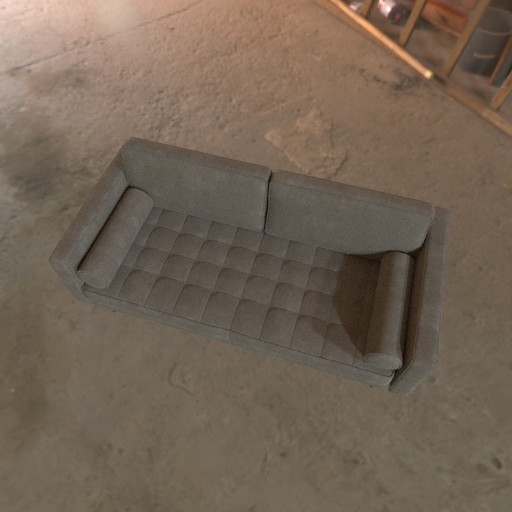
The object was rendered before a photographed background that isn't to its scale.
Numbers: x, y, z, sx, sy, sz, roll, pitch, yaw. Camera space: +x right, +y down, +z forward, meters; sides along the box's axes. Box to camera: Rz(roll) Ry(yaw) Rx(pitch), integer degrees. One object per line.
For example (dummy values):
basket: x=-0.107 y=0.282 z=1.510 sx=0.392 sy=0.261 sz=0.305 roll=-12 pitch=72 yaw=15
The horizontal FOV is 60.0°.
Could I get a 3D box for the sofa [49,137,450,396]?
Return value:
sofa: x=0.000 y=0.000 z=2.365 sx=1.883 sy=0.769 sz=0.920 roll=14 pitch=58 yaw=9
